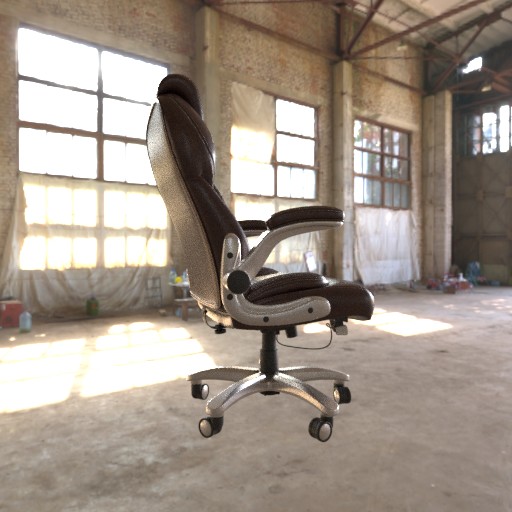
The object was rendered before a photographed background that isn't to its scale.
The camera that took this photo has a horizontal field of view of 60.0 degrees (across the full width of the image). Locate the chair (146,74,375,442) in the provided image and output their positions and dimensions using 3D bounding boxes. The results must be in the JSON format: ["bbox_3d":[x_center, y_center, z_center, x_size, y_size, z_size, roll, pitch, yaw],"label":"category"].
[{"bbox_3d":[0.000,0.000,1.657,0.774,1.160,0.733,0,1,-18],"label":"chair"}]
